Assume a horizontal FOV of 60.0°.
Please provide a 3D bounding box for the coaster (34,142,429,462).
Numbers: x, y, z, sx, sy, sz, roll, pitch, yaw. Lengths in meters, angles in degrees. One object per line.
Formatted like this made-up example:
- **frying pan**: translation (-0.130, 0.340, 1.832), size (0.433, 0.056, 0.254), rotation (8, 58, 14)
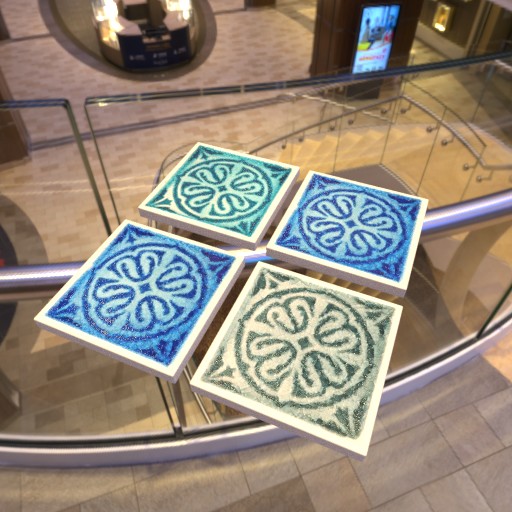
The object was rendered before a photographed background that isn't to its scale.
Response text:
- **coaster**: translation (0.000, 0.000, 0.325), size (0.214, 0.010, 0.219), rotation (17, 50, 15)
